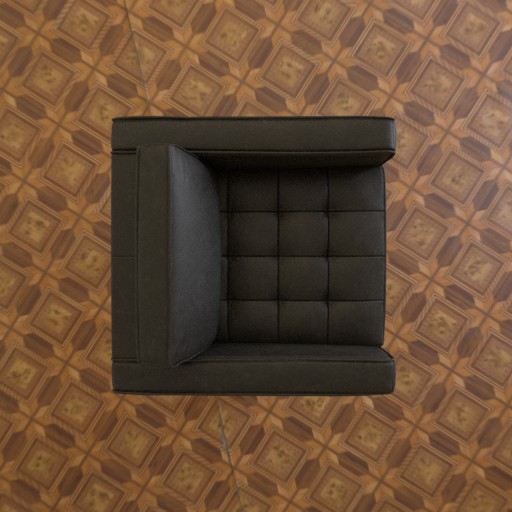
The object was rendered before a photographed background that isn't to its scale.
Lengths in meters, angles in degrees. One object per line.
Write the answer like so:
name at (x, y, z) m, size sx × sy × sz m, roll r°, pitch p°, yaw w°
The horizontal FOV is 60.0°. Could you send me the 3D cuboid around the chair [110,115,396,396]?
chair at (0.000, 0.000, 1.578) m, size 0.914 × 0.763 × 0.889 m, roll 0°, pitch 90°, yaw 1°
